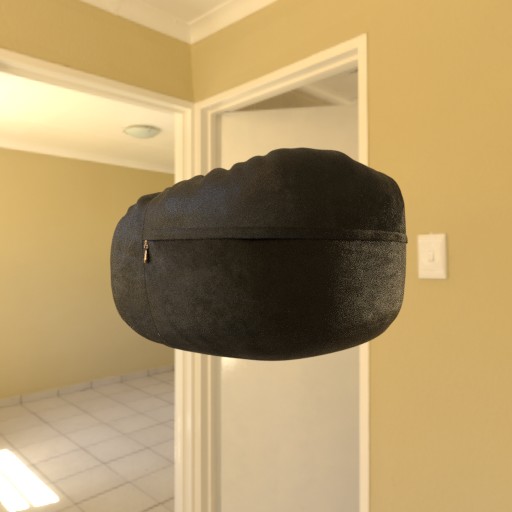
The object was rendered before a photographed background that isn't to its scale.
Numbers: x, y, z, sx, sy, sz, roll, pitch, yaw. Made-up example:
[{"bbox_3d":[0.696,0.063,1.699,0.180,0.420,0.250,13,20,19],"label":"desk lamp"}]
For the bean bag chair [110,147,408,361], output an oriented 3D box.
[{"bbox_3d":[0.000,0.000,2.365,1.524,0.878,1.524,0,0,35],"label":"bean bag chair"}]
